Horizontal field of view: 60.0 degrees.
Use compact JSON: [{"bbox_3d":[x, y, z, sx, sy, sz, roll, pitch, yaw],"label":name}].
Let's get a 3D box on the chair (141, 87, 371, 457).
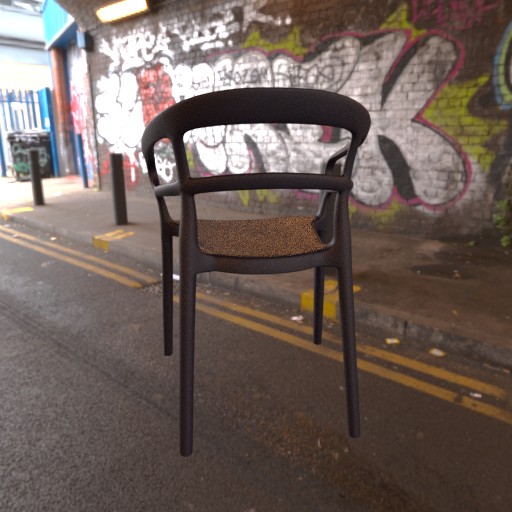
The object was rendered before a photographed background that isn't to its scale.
[{"bbox_3d":[0.000,0.000,1.135,0.559,0.761,0.527,-2,15,-9],"label":"chair"}]
